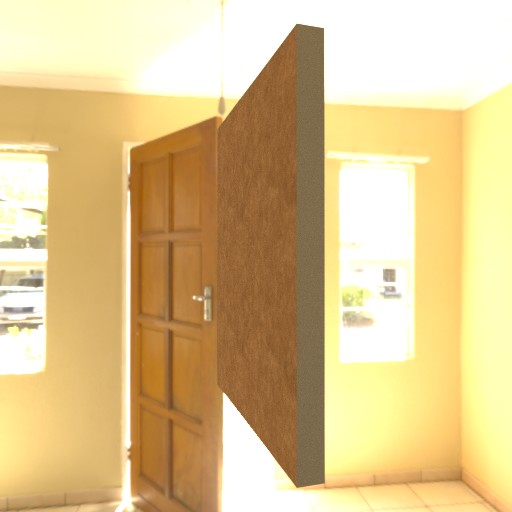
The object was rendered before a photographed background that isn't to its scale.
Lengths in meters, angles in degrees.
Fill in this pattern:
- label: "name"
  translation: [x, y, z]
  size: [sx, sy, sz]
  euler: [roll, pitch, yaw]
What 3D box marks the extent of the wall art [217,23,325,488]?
- label: "wall art"
  translation: [0.000, 0.000, 0.750]
  size: [0.037, 0.554, 0.453]
  euler: [0, 0, -17]
